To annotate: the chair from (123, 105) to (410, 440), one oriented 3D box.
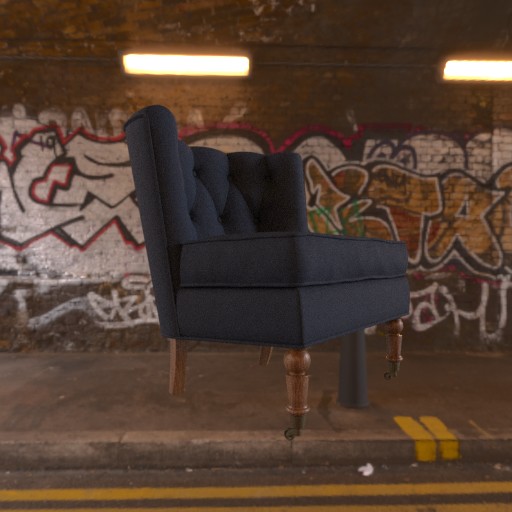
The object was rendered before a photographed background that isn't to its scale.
[{"bbox_3d":[0.000,0.000,1.337,0.718,0.771,0.740,0,0,37],"label":"chair"}]
